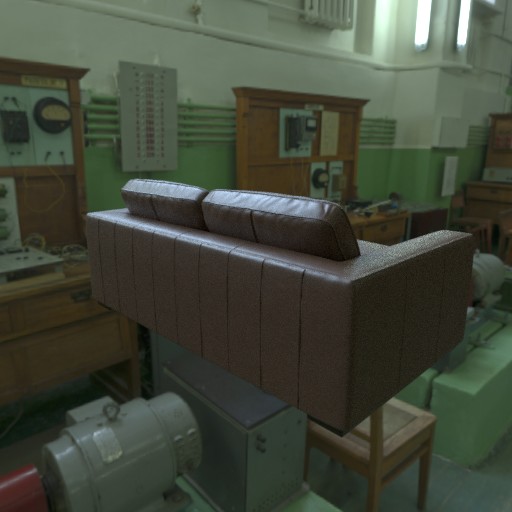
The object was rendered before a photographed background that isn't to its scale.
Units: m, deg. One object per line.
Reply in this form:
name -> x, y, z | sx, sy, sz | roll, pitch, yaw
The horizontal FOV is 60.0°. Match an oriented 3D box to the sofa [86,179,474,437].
sofa -> 0.000, 0.000, 2.420 | 1.070, 0.800, 1.920 | -14, 20, -43
